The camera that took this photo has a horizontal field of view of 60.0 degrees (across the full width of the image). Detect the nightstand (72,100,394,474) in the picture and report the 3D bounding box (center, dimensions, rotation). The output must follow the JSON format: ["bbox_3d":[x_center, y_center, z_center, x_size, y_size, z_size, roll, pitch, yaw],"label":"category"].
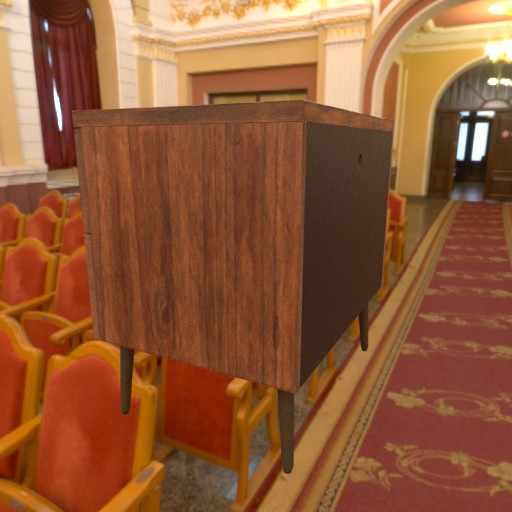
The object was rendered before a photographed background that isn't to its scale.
[{"bbox_3d":[0.000,0.000,1.017,0.458,0.610,0.610,7,16,27],"label":"nightstand"}]
